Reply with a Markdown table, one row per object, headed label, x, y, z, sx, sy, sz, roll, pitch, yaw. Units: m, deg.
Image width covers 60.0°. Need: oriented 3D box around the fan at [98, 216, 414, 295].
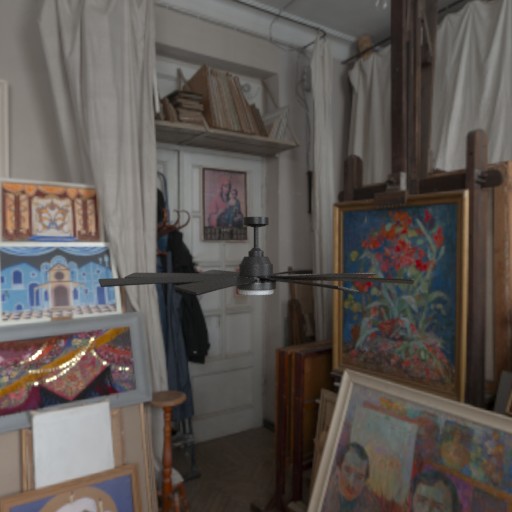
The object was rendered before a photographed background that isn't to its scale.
| label | x | y | z | sx | sy | sz | roll | pitch | yaw |
| --- | --- | --- | --- | --- | --- | --- | --- | --- | --- |
| fan | 0.000 | 0.000 | 2.728 | 1.830 | 0.472 | 1.830 | 0 | 1 | 19 |
